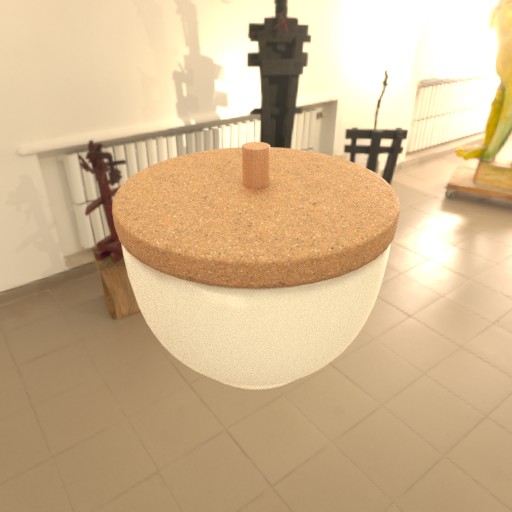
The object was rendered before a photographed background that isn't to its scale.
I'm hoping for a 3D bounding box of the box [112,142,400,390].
[{"bbox_3d":[0.000,0.000,0.186,0.107,0.094,0.107,0,31,0],"label":"box"}]
